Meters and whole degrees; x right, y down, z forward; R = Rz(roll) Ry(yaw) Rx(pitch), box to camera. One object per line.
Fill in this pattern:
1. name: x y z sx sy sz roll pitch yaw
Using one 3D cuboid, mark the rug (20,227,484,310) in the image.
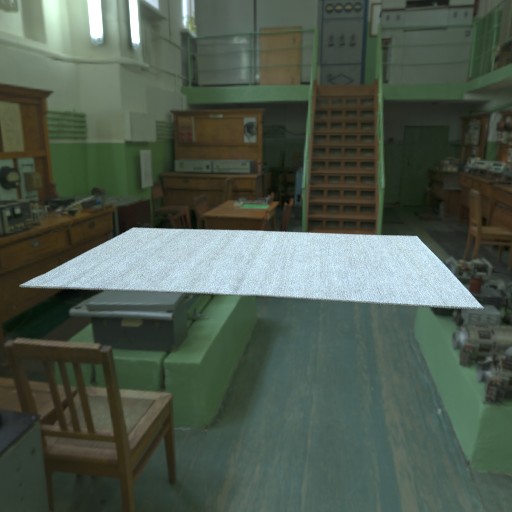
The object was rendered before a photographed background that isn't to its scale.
1. rug: 0.000 0.000 2.261 1.820 0.022 1.179 2 15 8
